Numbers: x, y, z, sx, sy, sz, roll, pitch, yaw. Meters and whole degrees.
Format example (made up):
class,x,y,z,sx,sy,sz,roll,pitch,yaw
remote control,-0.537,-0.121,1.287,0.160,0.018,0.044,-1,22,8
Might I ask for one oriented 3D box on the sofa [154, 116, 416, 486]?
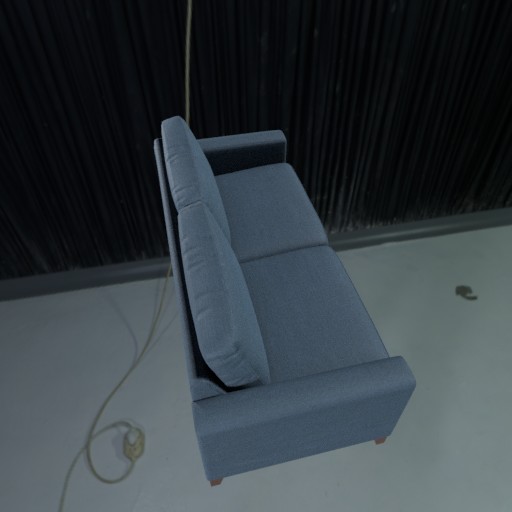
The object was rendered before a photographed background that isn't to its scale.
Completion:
class,x,y,z,sx,sy,sz,roll,pitch,yaw
sofa,0.000,0.000,2.350,0.877,0.865,1.900,-10,47,-9
